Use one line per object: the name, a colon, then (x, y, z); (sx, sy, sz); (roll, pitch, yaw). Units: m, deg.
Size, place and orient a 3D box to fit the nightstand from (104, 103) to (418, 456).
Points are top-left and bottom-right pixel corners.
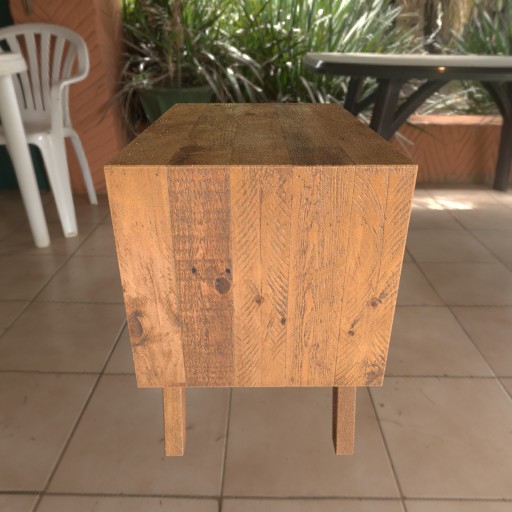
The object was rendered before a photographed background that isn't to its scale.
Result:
nightstand: (0.000, 0.000, 1.037); (0.450, 0.599, 0.650); (0, 26, 0)
